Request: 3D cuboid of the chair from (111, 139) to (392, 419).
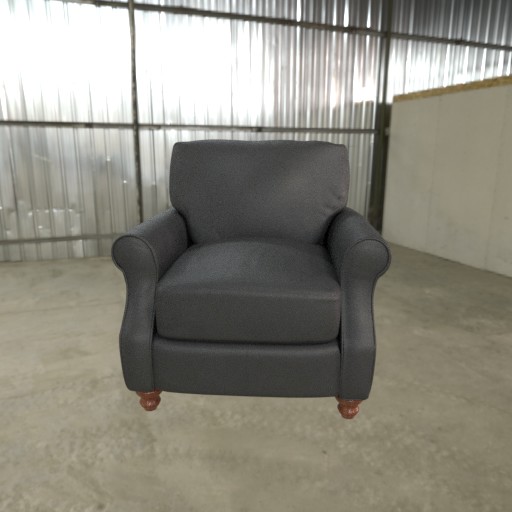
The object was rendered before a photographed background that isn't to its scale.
[{"bbox_3d":[0.000,0.000,1.869,1.015,0.960,1.027,2,14,9],"label":"chair"}]
